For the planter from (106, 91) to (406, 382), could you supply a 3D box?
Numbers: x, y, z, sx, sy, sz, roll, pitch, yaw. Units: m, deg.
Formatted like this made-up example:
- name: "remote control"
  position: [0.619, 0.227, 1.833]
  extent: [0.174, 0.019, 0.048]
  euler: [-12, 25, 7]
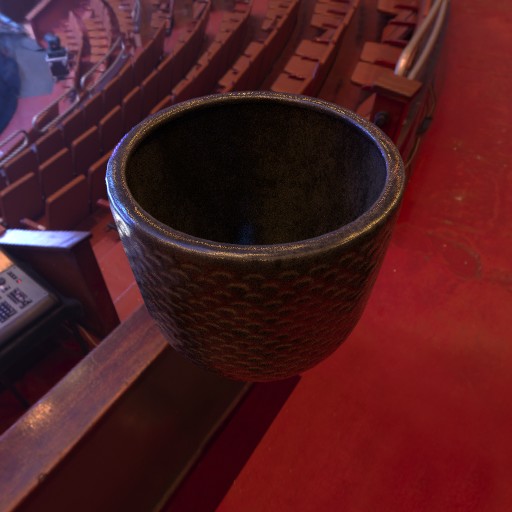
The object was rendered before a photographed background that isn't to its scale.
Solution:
- name: "planter"
  position: [0.000, 0.000, 0.361]
  extent: [0.197, 0.191, 0.197]
  euler: [0, 45, 0]
